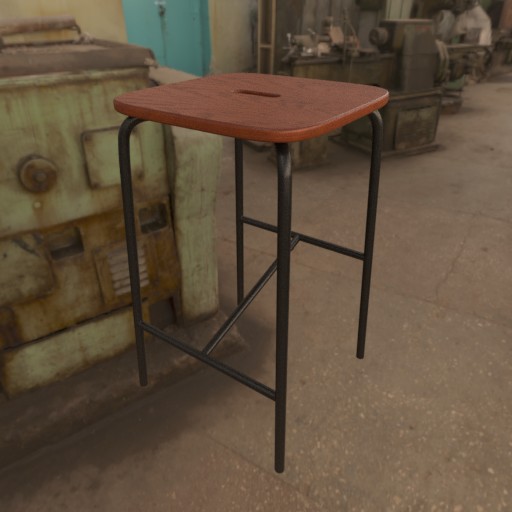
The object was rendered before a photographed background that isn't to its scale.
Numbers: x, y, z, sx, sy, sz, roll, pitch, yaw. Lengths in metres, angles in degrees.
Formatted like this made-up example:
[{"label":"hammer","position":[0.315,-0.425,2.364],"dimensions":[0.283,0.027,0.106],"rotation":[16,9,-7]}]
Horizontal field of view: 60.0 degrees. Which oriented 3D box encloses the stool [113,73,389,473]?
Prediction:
[{"label":"stool","position":[0.000,0.000,0.870],"dimensions":[0.376,0.610,0.376],"rotation":[20,36,30]}]
